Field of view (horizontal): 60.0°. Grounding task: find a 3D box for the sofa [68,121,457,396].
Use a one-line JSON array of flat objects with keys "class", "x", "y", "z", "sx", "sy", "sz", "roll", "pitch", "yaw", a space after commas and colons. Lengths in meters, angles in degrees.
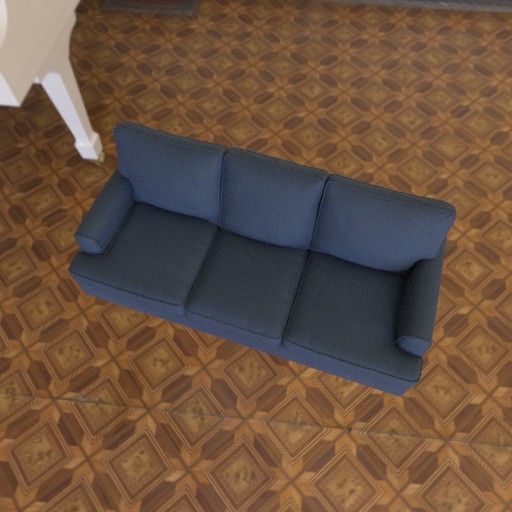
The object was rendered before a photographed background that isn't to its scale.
[{"class": "sofa", "x": 0.000, "y": 0.000, "z": 2.725, "sx": 2.158, "sy": 0.965, "sz": 0.951, "roll": 16, "pitch": 61, "yaw": 9}]
